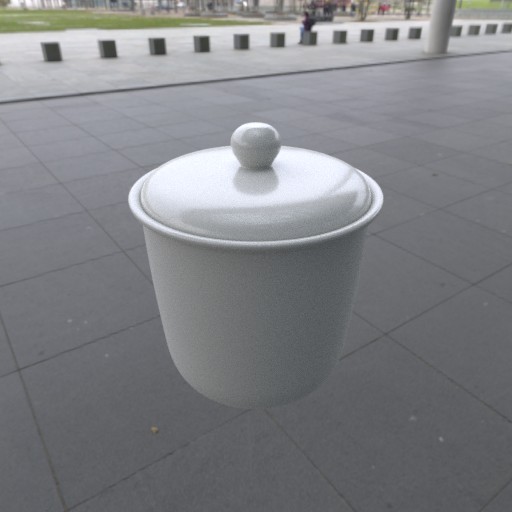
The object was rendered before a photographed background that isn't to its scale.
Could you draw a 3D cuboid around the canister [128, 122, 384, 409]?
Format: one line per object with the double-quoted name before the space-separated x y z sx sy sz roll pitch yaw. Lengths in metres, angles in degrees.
"canister" 0.000 0.000 0.353 0.182 0.208 0.182 0 30 0
